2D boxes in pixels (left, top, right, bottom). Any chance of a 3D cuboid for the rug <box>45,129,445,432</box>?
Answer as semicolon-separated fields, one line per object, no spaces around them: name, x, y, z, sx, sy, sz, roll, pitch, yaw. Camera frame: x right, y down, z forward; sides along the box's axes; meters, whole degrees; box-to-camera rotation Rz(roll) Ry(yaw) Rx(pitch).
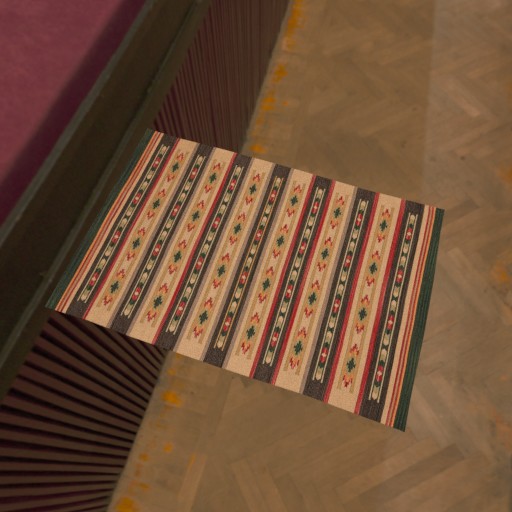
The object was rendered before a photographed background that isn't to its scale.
rug;0.000;0.000;2.345;1.825;0.009;1.221;17;65;8
